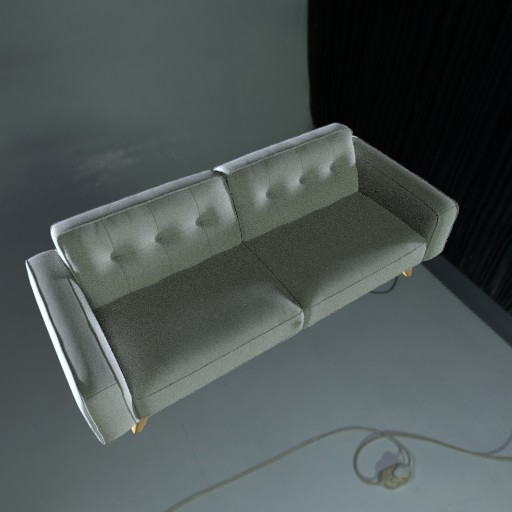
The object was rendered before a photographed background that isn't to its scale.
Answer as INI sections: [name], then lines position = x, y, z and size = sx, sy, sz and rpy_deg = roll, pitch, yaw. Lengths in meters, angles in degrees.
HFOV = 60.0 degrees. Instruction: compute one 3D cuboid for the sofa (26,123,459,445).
[sofa]
position = 0.000, 0.000, 2.549
size = 2.270, 0.781, 0.956
rpy_deg = -25, 51, -22
